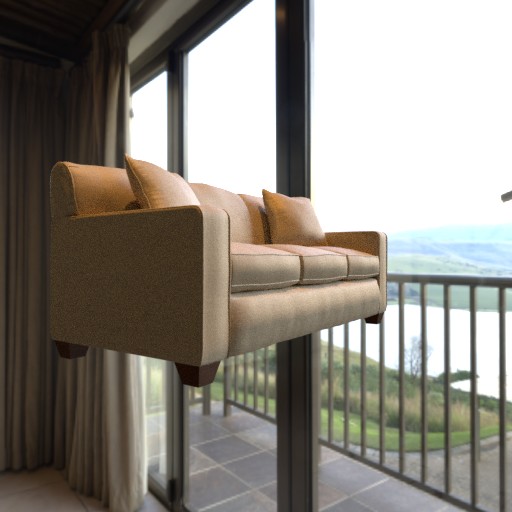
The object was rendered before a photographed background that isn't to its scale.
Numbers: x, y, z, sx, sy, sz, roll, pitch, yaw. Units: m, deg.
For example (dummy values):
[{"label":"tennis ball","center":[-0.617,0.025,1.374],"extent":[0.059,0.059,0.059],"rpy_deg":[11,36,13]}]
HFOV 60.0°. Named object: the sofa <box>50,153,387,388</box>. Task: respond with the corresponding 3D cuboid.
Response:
[{"label":"sofa","center":[0.000,0.000,2.633],"extent":[0.997,0.958,2.024],"rpy_deg":[0,0,35]}]
